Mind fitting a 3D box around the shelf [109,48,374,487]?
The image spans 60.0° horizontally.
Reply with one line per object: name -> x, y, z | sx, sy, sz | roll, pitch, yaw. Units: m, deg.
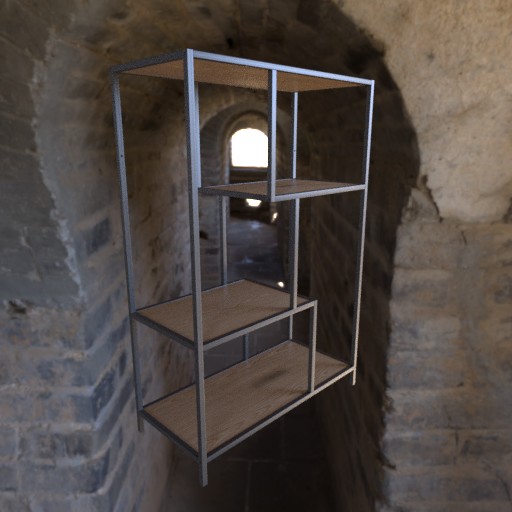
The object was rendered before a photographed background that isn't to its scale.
shelf -> 0.000, 0.000, 1.486 | 0.770, 1.138, 0.350 | -14, 21, -43
